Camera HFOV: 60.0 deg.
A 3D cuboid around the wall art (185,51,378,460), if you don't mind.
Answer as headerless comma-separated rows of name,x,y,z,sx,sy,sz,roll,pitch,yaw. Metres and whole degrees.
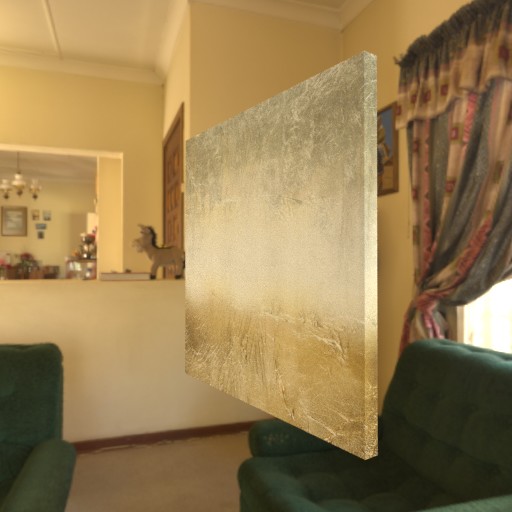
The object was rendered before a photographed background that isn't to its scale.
wall art,0.000,0.000,1.645,0.051,1.091,1.092,0,-1,-35
